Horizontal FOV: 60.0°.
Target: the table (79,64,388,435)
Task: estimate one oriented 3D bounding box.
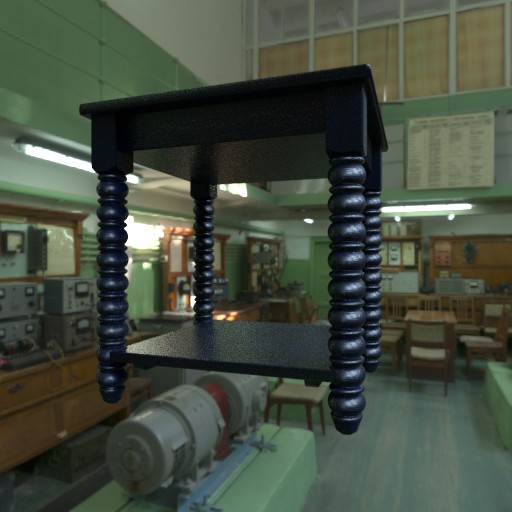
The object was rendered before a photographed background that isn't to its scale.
[{"bbox_3d":[0.000,0.000,0.973,0.533,0.567,0.500,0,0,19],"label":"table"}]
